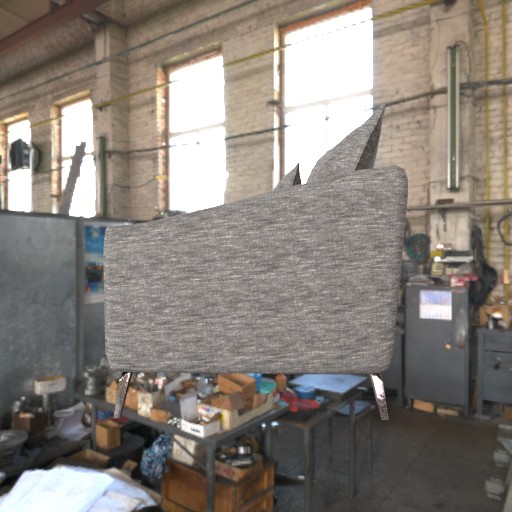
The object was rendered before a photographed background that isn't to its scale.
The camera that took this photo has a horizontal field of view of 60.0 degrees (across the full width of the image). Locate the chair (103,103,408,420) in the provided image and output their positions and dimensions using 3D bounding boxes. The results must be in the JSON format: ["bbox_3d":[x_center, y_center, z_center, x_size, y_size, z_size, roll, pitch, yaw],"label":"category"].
[{"bbox_3d":[0.000,0.000,1.602,0.805,0.842,1.004,0,0,1],"label":"chair"}]
